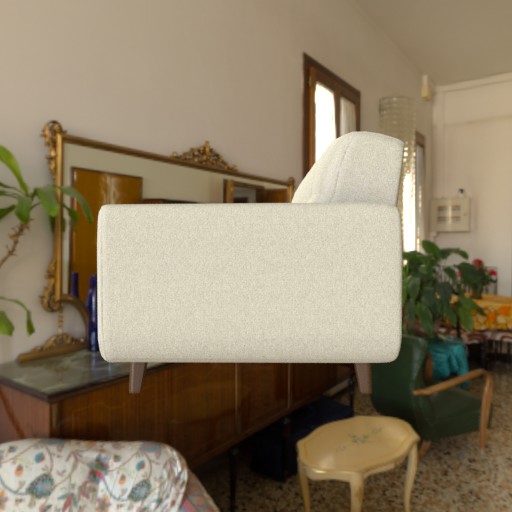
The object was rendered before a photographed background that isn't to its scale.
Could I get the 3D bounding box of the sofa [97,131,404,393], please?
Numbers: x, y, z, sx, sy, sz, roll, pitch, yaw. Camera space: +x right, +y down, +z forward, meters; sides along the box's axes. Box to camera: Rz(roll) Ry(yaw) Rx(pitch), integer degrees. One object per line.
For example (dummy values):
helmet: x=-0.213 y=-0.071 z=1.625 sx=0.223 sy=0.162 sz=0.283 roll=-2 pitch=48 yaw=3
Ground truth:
sofa: x=0.000 y=0.000 z=2.152 sx=0.980 sy=0.892 sz=1.655 roll=0 pitch=1 yaw=0
